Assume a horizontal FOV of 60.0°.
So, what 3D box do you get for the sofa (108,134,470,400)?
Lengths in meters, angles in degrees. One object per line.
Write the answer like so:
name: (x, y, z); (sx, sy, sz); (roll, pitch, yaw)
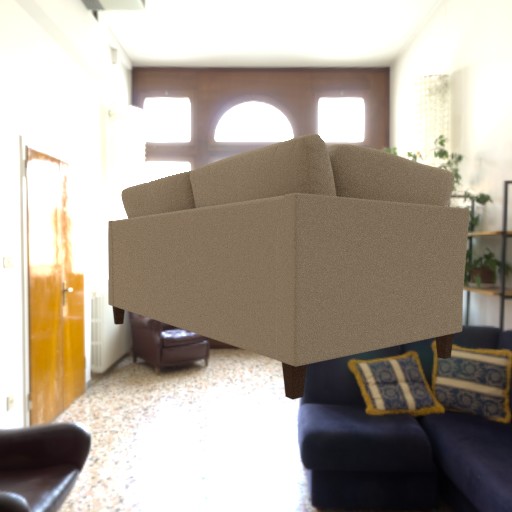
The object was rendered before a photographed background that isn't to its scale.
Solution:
sofa: (0.000, 0.000, 2.275); (0.970, 0.836, 1.776); (-1, 1, -36)
